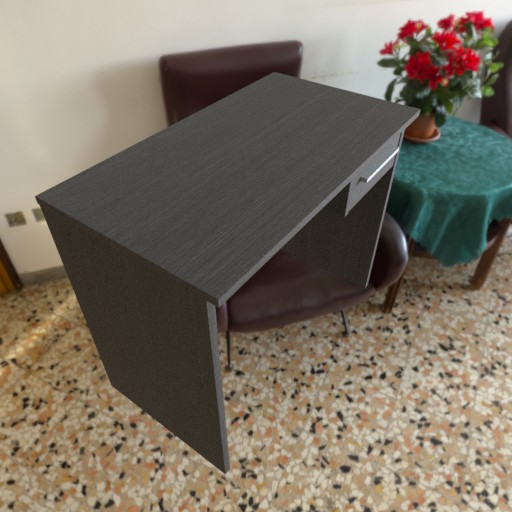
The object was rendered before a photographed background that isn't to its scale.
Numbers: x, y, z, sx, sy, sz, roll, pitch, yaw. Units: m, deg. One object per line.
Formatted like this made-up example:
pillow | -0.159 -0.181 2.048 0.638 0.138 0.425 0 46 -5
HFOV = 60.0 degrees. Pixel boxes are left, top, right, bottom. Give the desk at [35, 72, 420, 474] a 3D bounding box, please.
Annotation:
desk | 0.000 0.000 1.330 0.498 0.724 0.893 26 48 26
